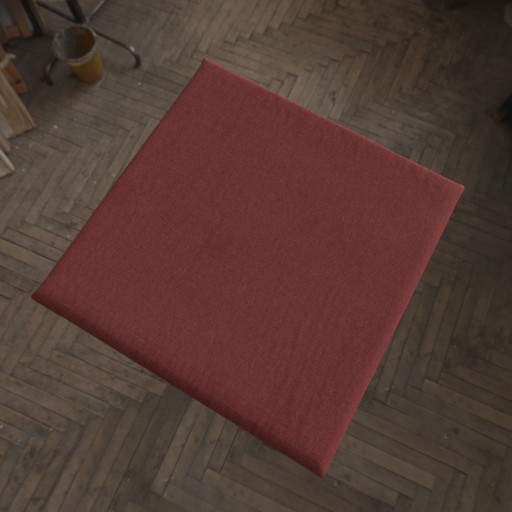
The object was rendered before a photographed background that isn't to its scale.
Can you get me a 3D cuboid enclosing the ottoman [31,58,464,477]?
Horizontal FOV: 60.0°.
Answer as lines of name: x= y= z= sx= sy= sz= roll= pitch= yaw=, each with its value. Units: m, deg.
ottoman: x=0.000 y=0.000 z=1.379 sx=0.889 sy=0.411 sz=0.890 roll=29 pitch=76 yaw=8
